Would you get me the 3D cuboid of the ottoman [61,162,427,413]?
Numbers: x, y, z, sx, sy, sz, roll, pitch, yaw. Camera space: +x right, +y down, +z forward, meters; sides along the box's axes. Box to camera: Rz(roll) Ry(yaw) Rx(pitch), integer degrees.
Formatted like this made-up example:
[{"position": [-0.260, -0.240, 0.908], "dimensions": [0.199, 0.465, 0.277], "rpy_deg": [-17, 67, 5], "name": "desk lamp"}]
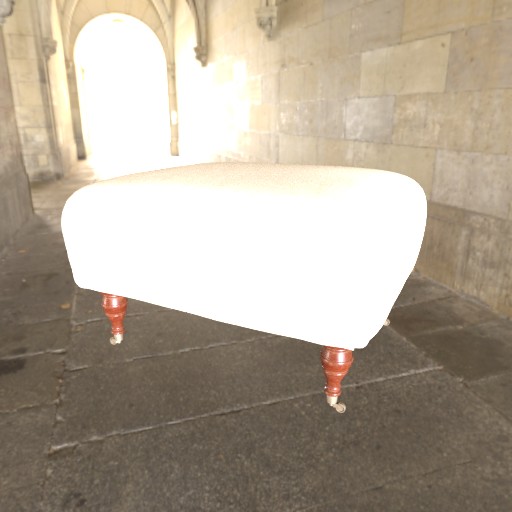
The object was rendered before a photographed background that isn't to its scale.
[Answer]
[{"position": [0.000, 0.000, 1.123], "dimensions": [0.747, 0.450, 0.622], "rpy_deg": [9, 19, 26], "name": "ottoman"}]
